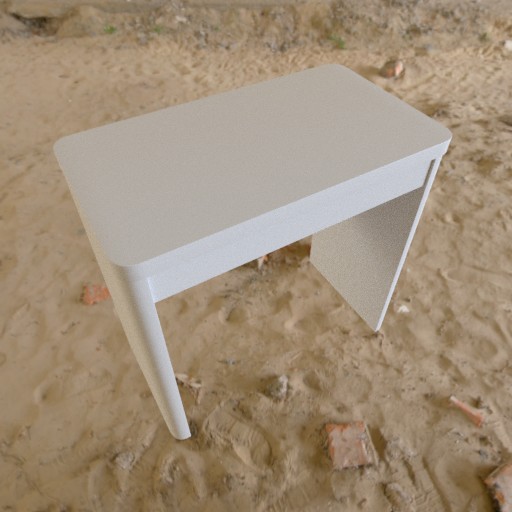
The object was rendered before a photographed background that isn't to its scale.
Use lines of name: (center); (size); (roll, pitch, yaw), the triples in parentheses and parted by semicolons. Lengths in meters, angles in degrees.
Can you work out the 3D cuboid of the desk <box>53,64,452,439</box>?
desk: (0.000, 0.000, 1.254); (0.790, 0.760, 0.446); (-23, 51, -20)
